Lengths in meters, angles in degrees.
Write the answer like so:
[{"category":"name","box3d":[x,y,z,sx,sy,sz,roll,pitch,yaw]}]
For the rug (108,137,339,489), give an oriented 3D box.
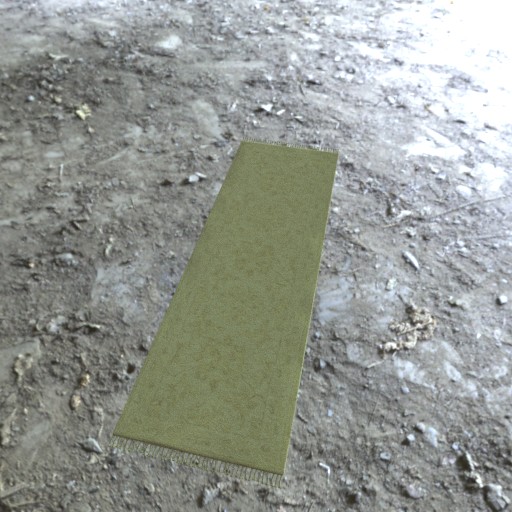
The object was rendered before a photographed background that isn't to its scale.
[{"category":"rug","box3d":[0.000,0.000,2.761,0.795,0.015,2.544,9,48,9]}]
